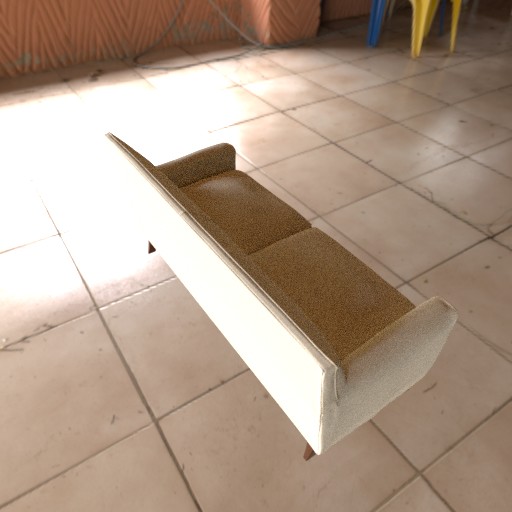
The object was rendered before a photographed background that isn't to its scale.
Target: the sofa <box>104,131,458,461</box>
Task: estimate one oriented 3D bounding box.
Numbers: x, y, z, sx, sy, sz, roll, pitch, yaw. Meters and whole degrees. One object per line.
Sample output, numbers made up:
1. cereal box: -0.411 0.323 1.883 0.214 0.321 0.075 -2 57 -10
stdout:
1. sofa: 0.000 0.000 2.452 0.841 0.907 2.001 -24 46 -25
